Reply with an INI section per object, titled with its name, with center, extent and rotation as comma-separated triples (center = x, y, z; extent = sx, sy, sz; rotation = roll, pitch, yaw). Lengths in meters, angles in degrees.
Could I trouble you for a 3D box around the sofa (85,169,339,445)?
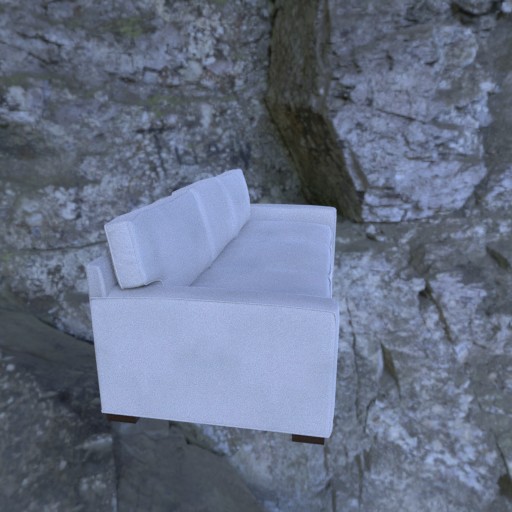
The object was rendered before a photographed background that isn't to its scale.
[sofa]
center = 0.000, 0.000, 2.606
extent = 0.935, 0.862, 2.088
rotation = 3, 16, 9
